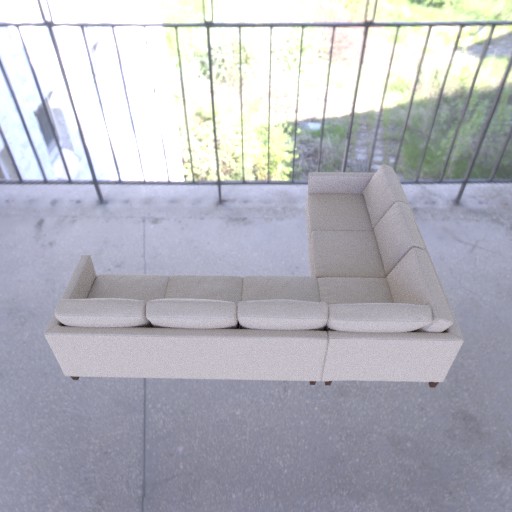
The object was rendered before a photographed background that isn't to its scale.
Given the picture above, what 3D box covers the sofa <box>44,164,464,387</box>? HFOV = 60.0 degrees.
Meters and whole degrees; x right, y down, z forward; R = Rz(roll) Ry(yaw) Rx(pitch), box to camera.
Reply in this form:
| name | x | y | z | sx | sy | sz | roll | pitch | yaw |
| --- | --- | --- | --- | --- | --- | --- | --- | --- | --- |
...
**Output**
| name | x | y | z | sx | sy | sz | roll | pitch | yaw |
| --- | --- | --- | --- | --- | --- | --- | --- | --- | --- |
| sofa | 0.000 | 0.000 | 4.388 | 3.182 | 0.863 | 2.432 | 1 | 41 | 1 |
